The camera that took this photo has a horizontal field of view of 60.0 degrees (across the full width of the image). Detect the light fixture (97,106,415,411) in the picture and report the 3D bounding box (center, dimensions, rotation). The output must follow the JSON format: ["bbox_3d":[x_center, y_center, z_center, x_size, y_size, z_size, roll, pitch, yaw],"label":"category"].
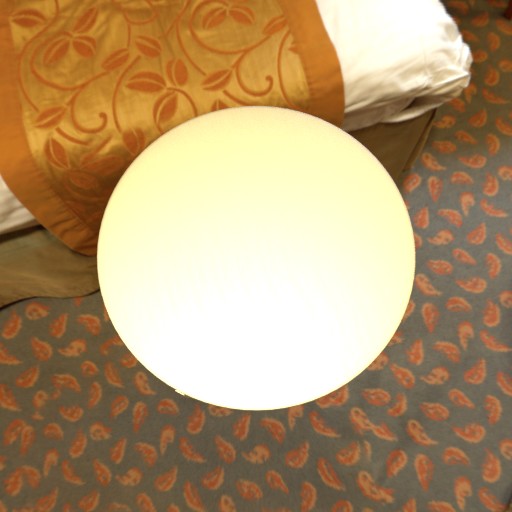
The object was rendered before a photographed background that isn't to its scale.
[{"bbox_3d":[0.000,0.000,0.542,0.356,0.102,0.356,0,74,0],"label":"light fixture"}]
